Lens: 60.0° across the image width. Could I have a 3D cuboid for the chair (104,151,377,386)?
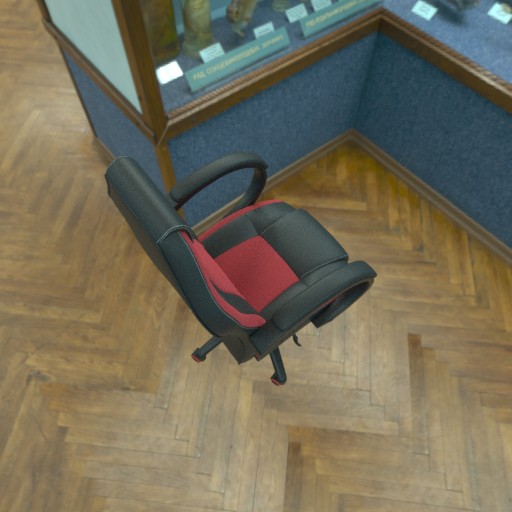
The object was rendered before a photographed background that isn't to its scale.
[{"bbox_3d":[0.000,0.000,1.587,0.724,1.187,0.673,-32,64,-18],"label":"chair"}]
